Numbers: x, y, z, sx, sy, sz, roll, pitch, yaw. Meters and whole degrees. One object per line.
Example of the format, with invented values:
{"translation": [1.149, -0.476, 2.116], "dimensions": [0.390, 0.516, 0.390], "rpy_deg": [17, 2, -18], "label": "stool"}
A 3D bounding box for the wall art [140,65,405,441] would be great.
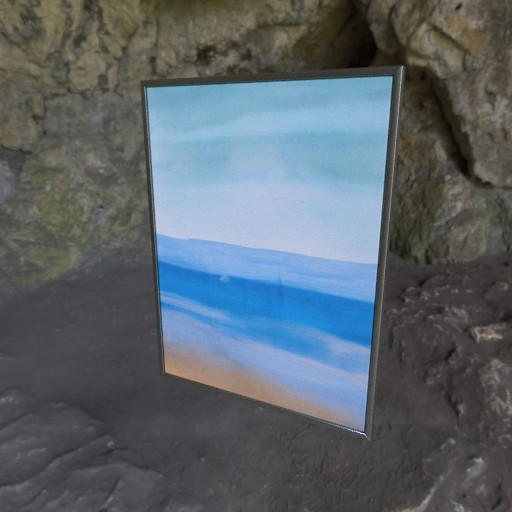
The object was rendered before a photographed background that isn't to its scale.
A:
{"translation": [0.000, 0.000, 1.396], "dimensions": [0.803, 1.062, 0.041], "rpy_deg": [8, 18, 26], "label": "wall art"}
